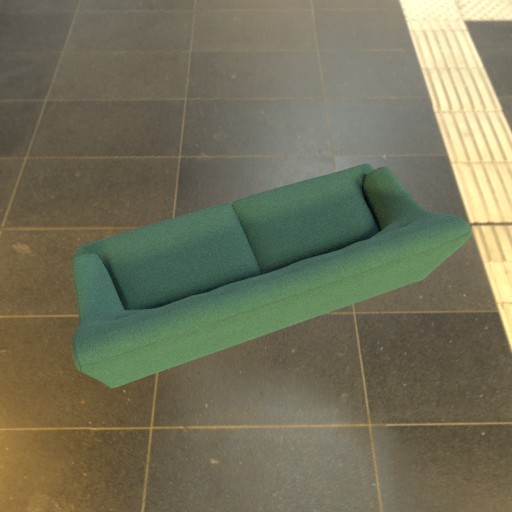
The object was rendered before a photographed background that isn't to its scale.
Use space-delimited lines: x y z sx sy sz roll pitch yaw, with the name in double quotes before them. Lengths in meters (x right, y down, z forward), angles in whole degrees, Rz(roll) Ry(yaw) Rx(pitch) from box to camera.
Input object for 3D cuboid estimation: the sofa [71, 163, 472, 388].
"sofa" 0.000 0.000 2.619 2.057 0.871 0.978 -18 60 -10
